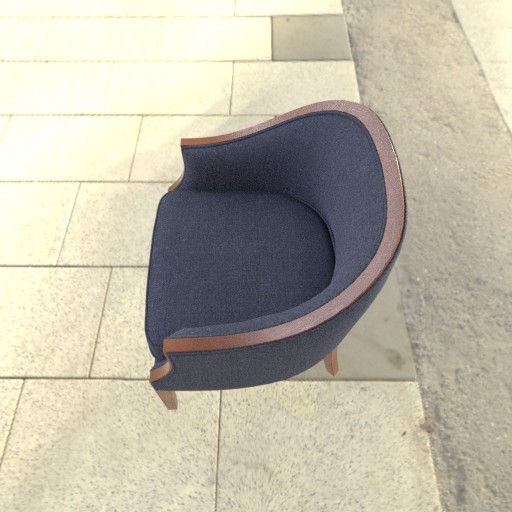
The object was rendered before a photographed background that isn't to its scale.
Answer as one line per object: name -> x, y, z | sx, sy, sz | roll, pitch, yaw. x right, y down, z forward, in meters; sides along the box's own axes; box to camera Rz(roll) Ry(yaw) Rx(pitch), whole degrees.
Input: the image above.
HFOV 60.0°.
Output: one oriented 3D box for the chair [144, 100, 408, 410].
chair -> 0.000, 0.000, 1.475 | 0.735, 0.876, 0.803 | -2, 58, -1
